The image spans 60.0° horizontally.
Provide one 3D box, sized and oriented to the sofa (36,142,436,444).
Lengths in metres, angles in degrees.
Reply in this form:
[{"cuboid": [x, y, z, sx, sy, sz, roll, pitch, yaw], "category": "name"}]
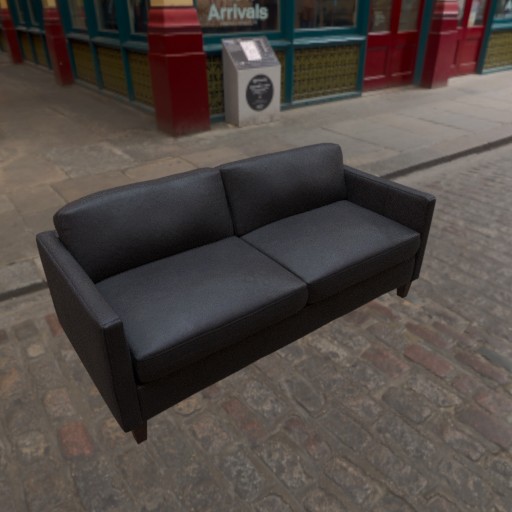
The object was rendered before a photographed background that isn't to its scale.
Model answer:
[{"cuboid": [0.000, 0.000, 2.418, 1.971, 0.863, 0.933, -20, 36, -31], "category": "sofa"}]
